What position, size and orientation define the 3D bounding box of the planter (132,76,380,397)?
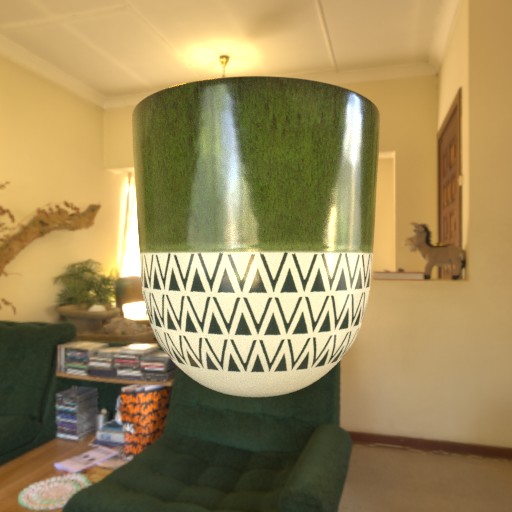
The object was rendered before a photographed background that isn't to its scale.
[{"bbox_3d":[0.000,0.000,0.454,0.245,0.270,0.245,0,0,0],"label":"planter"}]
